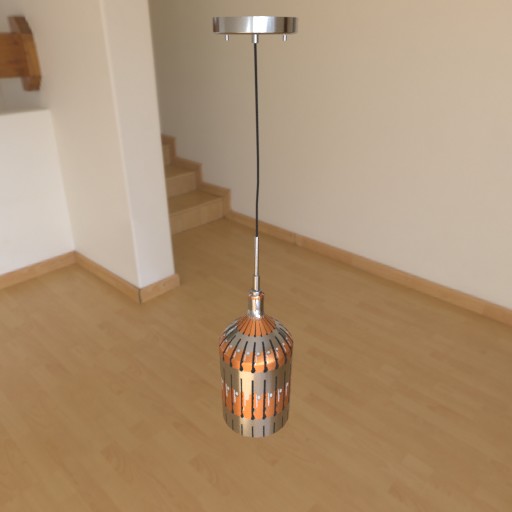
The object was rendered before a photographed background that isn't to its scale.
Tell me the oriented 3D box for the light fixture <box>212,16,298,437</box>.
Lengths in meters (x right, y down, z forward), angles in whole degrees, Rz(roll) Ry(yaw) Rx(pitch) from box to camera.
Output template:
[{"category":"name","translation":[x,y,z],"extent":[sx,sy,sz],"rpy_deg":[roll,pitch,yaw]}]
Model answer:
[{"category":"light fixture","translation":[0.000,0.000,1.621],"extent":[0.303,1.535,0.303],"rpy_deg":[0,27,0]}]
